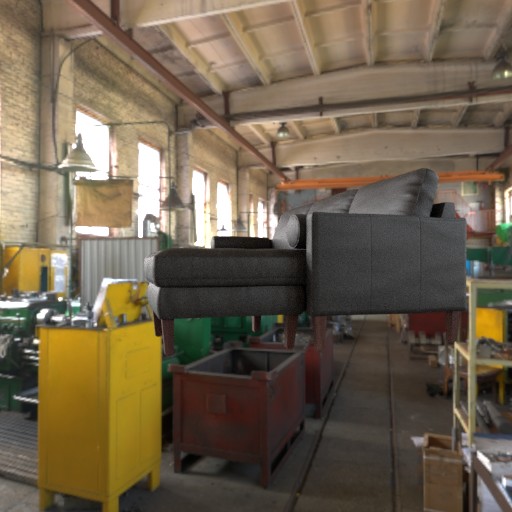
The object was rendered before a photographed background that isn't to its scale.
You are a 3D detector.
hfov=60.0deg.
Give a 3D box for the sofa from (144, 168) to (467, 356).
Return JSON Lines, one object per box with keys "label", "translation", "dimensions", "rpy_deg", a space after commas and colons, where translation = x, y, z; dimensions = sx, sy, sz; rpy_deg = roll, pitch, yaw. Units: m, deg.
{"label": "sofa", "translation": [0.000, 0.000, 2.969], "dimensions": [1.497, 0.876, 2.178], "rpy_deg": [0, -1, -17]}
